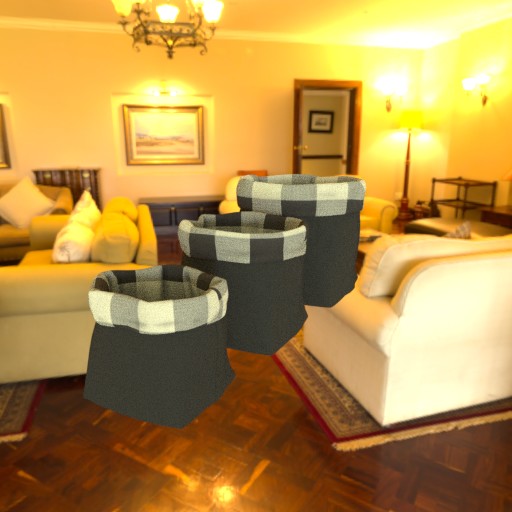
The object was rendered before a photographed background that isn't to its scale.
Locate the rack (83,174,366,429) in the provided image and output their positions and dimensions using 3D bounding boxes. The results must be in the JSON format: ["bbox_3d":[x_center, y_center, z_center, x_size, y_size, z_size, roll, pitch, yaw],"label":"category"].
[{"bbox_3d":[0.000,0.000,1.046,0.370,0.329,0.889,7,16,25],"label":"rack"}]
